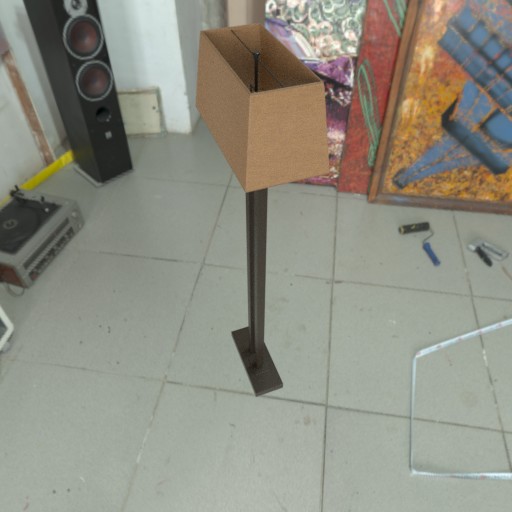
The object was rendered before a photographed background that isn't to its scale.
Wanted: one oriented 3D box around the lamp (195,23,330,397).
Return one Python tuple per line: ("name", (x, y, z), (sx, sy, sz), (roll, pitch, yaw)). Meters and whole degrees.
("lamp", (0.000, 0.000, 1.637), (0.233, 1.469, 0.475), (-15, 48, -14))
